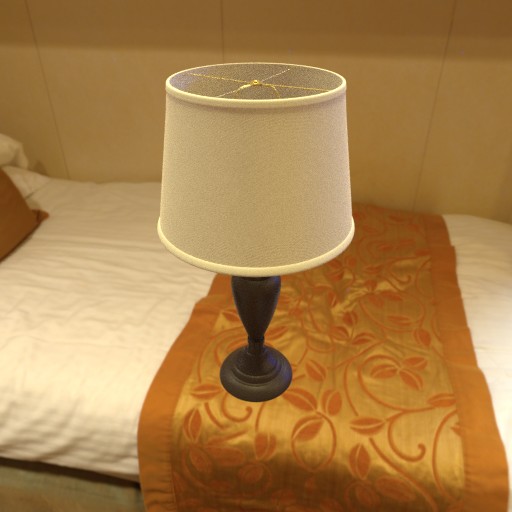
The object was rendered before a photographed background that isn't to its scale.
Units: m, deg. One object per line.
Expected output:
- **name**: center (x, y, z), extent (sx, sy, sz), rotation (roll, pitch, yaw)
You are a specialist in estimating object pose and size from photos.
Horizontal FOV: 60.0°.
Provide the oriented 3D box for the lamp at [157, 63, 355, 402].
- **lamp**: center (0.000, 0.000, 0.806), extent (0.335, 0.611, 0.335), rotation (0, 33, 0)
